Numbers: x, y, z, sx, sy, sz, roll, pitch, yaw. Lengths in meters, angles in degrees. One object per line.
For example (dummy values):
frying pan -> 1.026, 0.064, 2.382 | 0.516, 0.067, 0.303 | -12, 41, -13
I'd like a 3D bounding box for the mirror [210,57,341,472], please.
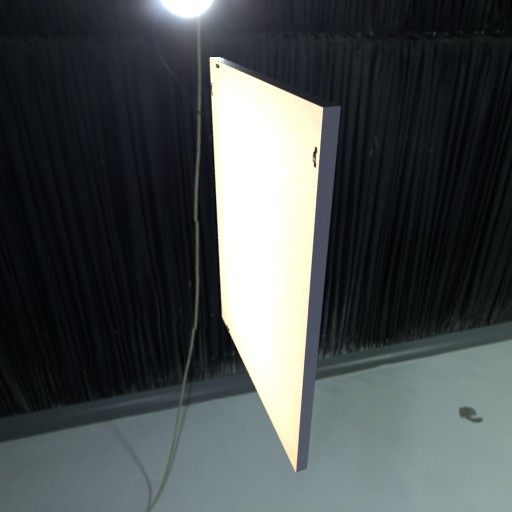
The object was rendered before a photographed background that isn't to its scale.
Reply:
mirror -> 0.000, 0.000, 1.330 | 0.040, 1.016, 0.762 | -10, 32, -17
